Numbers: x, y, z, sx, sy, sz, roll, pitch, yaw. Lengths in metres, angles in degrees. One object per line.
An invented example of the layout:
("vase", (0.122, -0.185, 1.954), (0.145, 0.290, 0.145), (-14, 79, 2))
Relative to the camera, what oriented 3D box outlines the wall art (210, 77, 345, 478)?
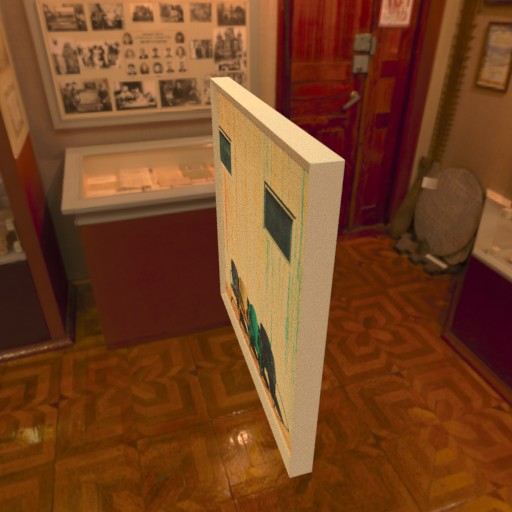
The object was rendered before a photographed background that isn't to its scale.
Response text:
("wall art", (0.000, 0.000, 0.773), (0.037, 0.508, 0.508), (-8, 32, -14))
